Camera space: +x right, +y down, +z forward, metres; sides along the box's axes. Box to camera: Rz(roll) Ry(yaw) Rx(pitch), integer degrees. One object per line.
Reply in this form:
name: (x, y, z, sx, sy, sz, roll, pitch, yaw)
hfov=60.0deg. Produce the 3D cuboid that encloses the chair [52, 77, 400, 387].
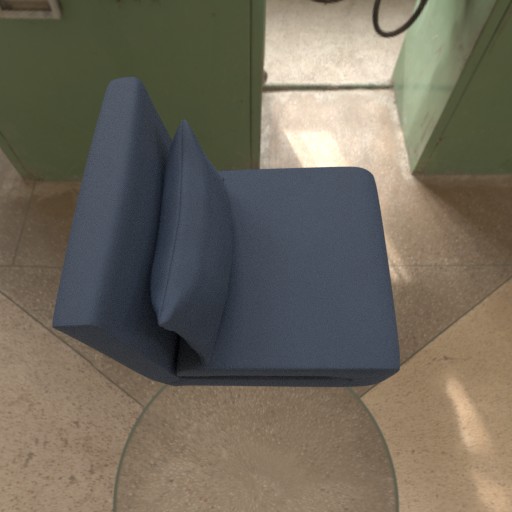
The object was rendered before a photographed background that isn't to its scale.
chair: (0.000, 0.000, 1.462, 0.900, 0.808, 0.770, 1, 63, 0)
